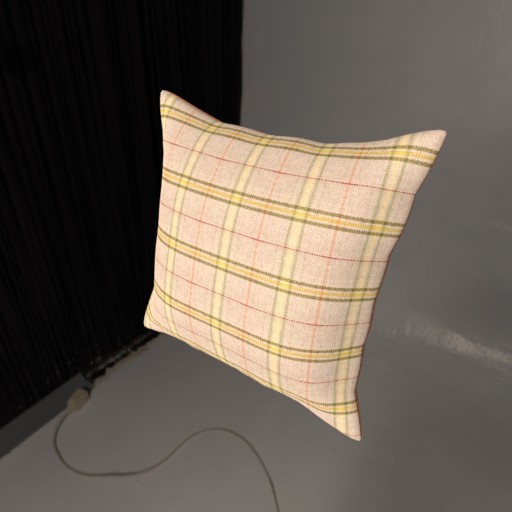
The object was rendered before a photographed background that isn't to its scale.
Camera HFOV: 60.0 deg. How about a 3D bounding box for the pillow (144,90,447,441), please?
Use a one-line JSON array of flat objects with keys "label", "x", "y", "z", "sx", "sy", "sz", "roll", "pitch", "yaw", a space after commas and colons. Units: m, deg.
[{"label": "pillow", "x": 0.000, "y": 0.000, "z": 0.686, "sx": 0.453, "sy": 0.430, "sz": 0.200, "roll": 19, "pitch": 36, "yaw": 29}]
